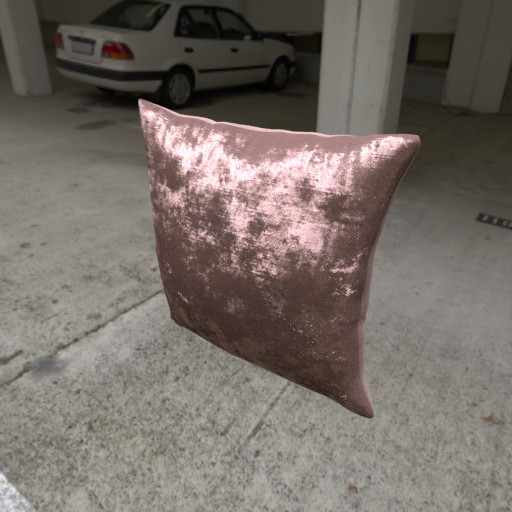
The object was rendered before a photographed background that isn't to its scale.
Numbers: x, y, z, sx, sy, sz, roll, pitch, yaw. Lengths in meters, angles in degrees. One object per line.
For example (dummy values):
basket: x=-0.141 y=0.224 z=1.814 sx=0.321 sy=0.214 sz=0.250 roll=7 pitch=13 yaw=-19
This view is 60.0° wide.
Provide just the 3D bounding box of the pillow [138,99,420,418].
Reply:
pillow: x=0.000 y=0.000 z=0.739 sx=0.470 sy=0.464 sz=0.175 roll=18 pitch=33 yaw=30
